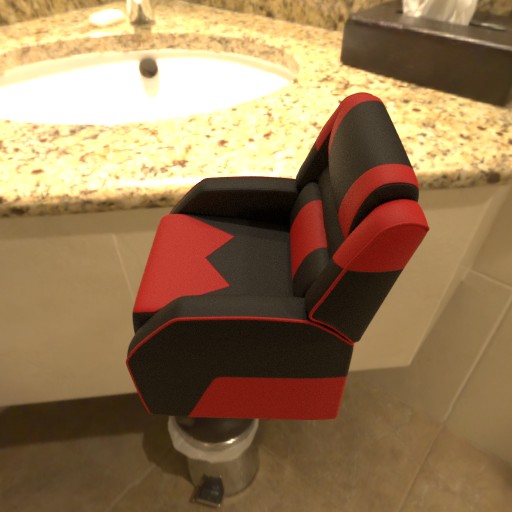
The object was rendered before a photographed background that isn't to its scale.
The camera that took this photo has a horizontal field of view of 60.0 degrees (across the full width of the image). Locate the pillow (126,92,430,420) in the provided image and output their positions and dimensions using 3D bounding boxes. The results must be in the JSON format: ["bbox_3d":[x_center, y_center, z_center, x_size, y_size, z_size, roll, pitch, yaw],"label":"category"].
[{"bbox_3d":[0.000,0.000,1.288,0.672,0.805,0.620,1,42,1],"label":"pillow"}]
